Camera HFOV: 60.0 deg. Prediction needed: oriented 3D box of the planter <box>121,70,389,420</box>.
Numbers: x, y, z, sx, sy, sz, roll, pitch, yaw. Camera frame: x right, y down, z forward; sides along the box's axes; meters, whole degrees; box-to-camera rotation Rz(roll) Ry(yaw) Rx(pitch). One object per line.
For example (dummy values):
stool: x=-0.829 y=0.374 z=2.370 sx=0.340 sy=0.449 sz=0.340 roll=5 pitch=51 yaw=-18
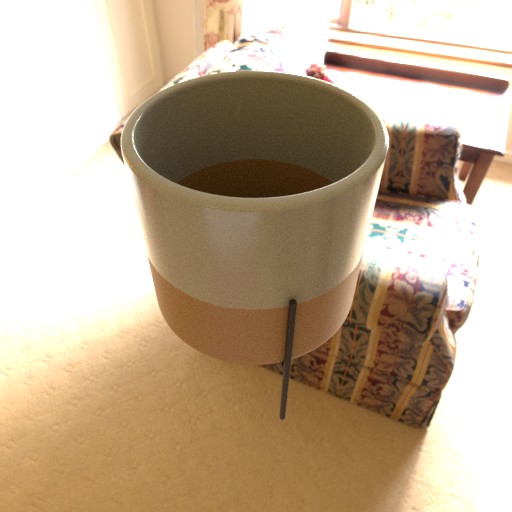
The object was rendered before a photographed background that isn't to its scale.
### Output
planter: x=0.000 y=0.000 z=0.743 sx=0.348 sy=0.480 sz=0.360 roll=-11 pitch=46 yaw=-11
